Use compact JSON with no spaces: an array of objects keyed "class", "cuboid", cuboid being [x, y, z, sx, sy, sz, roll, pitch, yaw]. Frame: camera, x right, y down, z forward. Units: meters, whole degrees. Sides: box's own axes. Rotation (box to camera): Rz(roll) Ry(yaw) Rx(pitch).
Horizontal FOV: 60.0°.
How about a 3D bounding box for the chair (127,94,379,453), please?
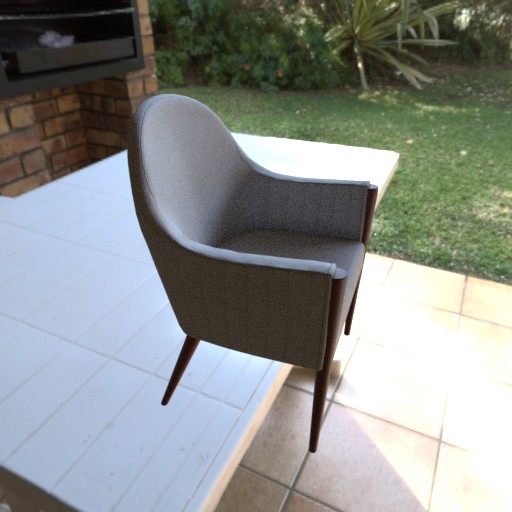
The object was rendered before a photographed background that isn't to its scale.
[{"class":"chair","cuboid":[0.000,0.000,1.344,0.620,0.889,0.610,11,32,17]}]
